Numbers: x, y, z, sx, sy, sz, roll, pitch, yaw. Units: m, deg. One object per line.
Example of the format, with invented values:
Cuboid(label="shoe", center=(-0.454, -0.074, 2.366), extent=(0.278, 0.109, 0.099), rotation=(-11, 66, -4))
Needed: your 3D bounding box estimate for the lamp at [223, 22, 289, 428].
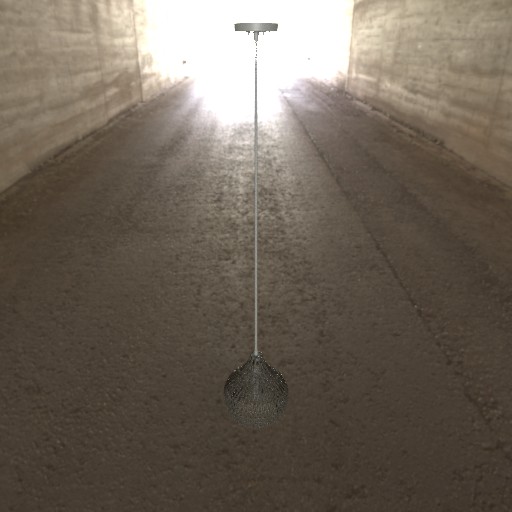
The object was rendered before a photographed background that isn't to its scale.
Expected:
Cuboid(label="lamp", center=(0.000, 0.000, 2.062), extent=(0.355, 1.919, 0.355), rotation=(-18, 31, -33))
